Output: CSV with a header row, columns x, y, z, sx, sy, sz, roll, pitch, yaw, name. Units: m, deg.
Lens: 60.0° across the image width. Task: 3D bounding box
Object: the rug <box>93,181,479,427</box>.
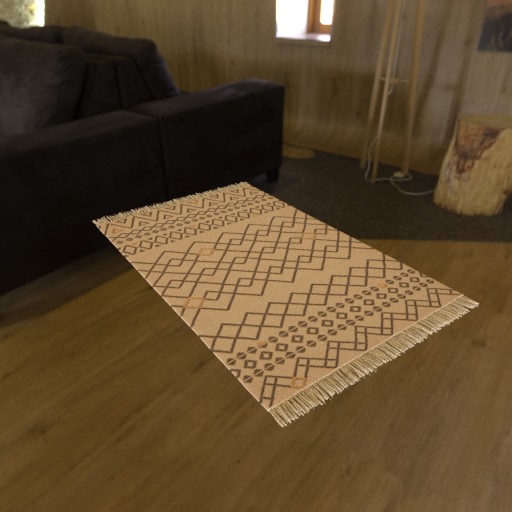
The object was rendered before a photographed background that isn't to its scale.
x,y,z,sx,sy,sz,roll,pitch,yaw,name
0.000,0.000,2.532,1.224,0.028,2.023,-20,36,-30,rug
